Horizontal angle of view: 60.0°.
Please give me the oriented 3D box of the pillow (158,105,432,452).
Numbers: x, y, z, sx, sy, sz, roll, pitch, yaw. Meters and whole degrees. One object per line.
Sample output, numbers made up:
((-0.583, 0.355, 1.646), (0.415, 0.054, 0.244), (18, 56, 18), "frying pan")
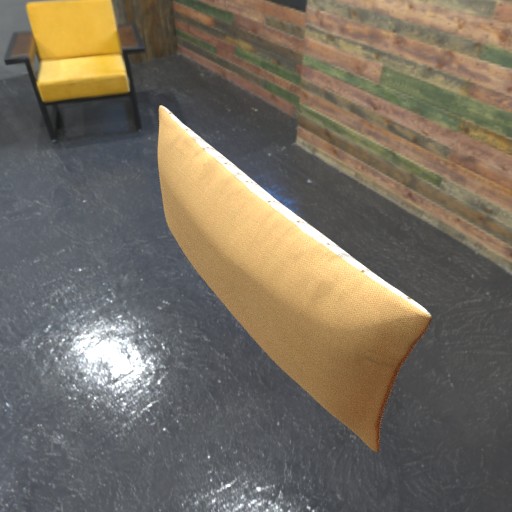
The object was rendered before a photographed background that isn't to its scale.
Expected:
((0.000, 0.000, 0.709), (0.151, 0.291, 0.608), (-24, 47, -25), "pillow")
